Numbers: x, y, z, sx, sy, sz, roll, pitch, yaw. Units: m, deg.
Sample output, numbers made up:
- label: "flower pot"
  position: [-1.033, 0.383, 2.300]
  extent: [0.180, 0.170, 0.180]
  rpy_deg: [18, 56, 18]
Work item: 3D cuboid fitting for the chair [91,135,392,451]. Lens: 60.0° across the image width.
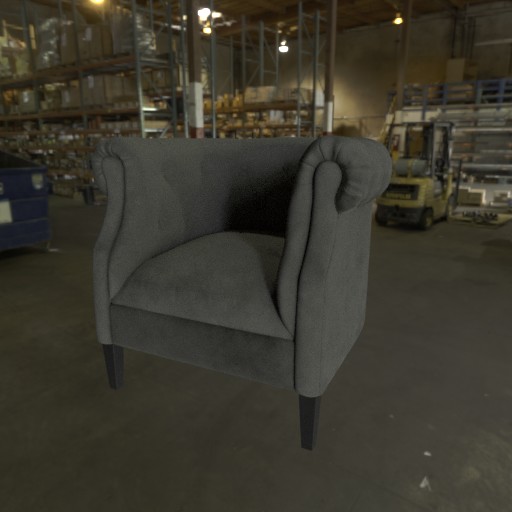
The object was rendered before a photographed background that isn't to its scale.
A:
- label: "chair"
  position: [0.000, 0.000, 1.582]
  extent: [0.904, 0.826, 0.851]
  rpy_deg: [7, 16, 25]
